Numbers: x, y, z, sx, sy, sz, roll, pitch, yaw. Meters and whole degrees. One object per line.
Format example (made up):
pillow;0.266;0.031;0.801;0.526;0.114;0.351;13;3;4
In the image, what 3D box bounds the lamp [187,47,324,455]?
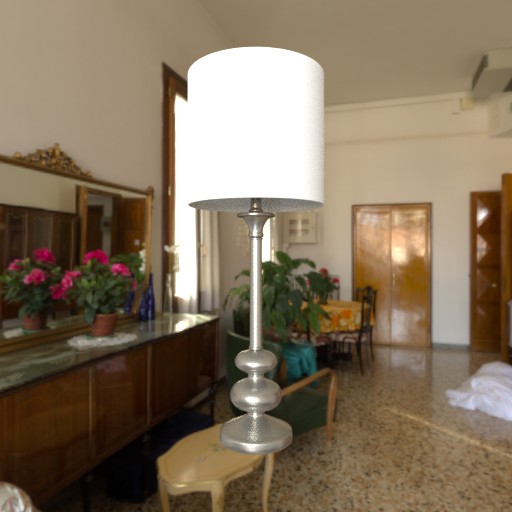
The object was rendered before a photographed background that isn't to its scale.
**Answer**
lamp;0.000;0.000;0.832;0.254;0.690;0.254;0;0;-18
